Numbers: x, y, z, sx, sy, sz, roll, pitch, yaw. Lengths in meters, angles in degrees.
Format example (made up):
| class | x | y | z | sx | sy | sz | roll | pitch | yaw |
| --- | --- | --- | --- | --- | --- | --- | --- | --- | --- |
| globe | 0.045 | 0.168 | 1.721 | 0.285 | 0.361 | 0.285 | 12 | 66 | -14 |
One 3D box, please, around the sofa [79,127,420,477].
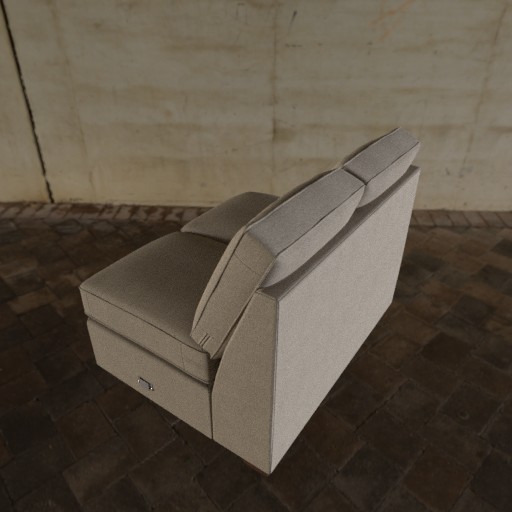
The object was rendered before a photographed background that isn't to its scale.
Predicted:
| class | x | y | z | sx | sy | sz | roll | pitch | yaw |
| --- | --- | --- | --- | --- | --- | --- | --- | --- | --- |
| sofa | 0.000 | 0.000 | 1.986 | 0.978 | 1.006 | 1.232 | 20 | 37 | 29 |
